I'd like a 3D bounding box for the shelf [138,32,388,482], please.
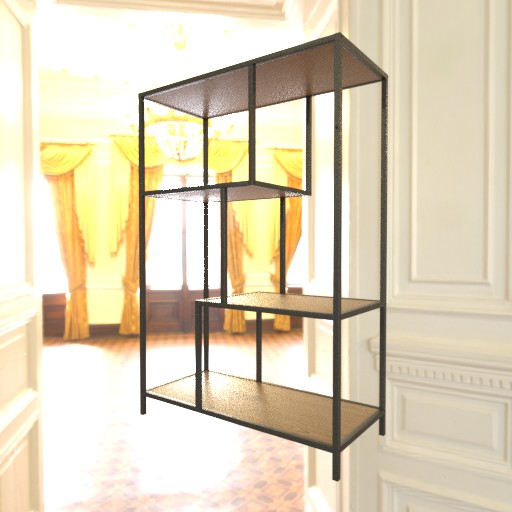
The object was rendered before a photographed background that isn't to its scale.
[{"bbox_3d":[0.000,0.000,1.487,0.770,1.138,0.350,1,2,36],"label":"shelf"}]
